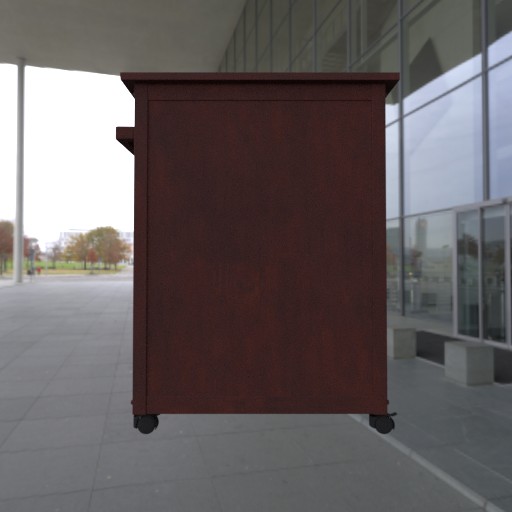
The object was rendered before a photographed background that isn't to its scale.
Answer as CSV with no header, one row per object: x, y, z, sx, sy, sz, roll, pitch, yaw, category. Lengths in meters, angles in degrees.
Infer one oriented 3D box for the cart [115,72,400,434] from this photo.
0.000,0.000,1.265,0.683,0.864,0.442,0,-1,0,cart
